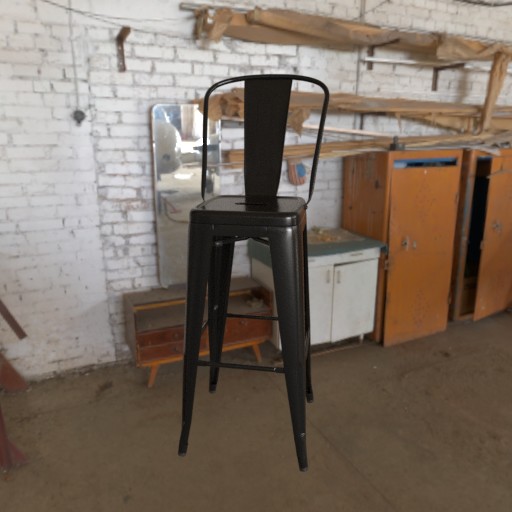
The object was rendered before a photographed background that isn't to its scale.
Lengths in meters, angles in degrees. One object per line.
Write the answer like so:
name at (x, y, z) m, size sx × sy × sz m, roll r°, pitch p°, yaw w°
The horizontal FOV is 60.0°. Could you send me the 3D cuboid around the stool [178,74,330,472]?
stool at (0.000, 0.000, 1.357) m, size 0.399 × 1.096 × 0.513 m, roll 3°, pitch 16°, yaw 9°
